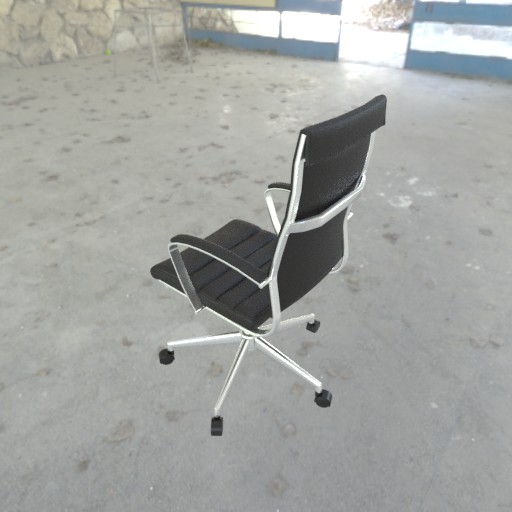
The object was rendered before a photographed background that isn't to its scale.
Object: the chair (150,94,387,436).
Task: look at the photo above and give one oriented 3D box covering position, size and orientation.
[{"bbox_3d":[0.000,0.000,1.628,0.739,1.149,0.766,23,39,31],"label":"chair"}]
